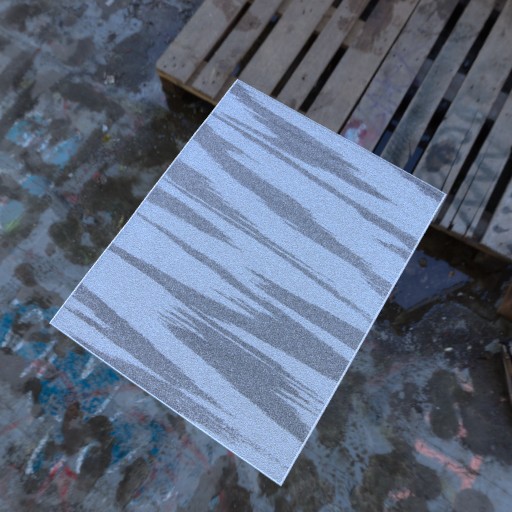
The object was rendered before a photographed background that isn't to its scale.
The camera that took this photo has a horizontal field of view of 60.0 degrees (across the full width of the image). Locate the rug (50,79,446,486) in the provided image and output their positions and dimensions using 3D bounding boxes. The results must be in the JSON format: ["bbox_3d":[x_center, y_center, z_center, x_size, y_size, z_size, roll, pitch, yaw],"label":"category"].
[{"bbox_3d":[0.000,0.000,3.977,2.353,0.014,2.945,32,76,9],"label":"rug"}]
